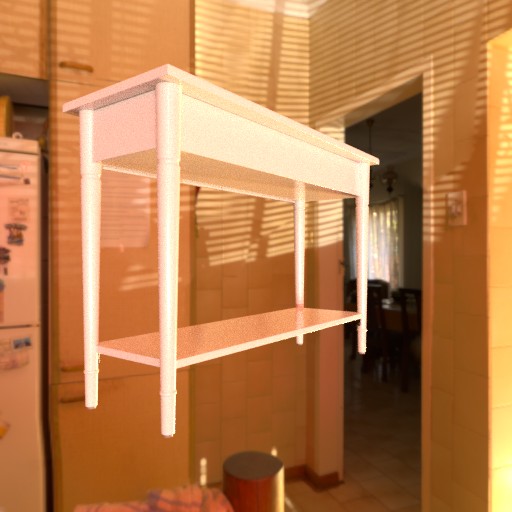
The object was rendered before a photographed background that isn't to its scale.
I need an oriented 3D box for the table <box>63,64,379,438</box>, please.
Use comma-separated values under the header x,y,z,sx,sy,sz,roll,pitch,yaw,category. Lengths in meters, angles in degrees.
x,y,z,sx,sy,sz,roll,pitch,yaw,category
0.000,0.000,1.397,0.381,0.749,1.067,0,0,37,table
